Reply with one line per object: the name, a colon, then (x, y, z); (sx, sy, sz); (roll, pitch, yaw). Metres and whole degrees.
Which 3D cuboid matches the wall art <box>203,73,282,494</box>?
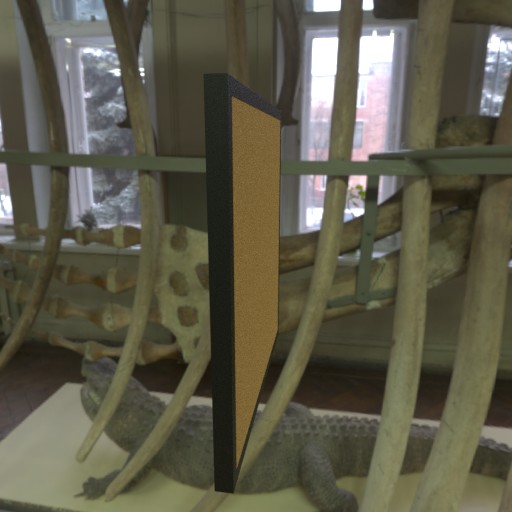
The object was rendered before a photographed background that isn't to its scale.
wall art: (0.000, 0.000, 1.135); (0.038, 0.762, 0.762); (2, 14, 9)
